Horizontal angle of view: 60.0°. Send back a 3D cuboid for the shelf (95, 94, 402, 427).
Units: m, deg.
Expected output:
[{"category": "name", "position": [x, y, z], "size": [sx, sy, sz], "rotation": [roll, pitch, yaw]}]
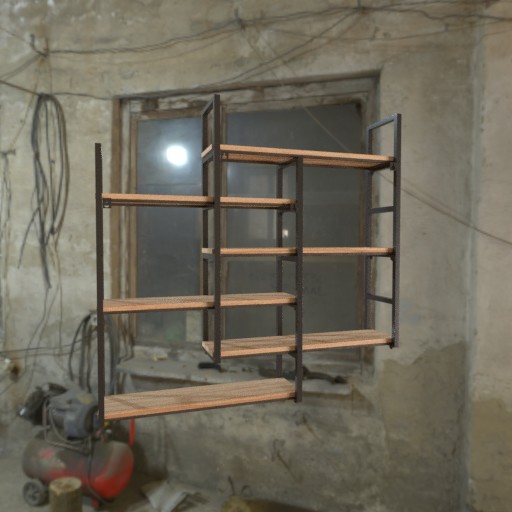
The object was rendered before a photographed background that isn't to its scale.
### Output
[{"category": "shelf", "position": [0.000, 0.000, 1.397], "size": [0.946, 0.921, 0.183], "rotation": [-1, 2, -18]}]
